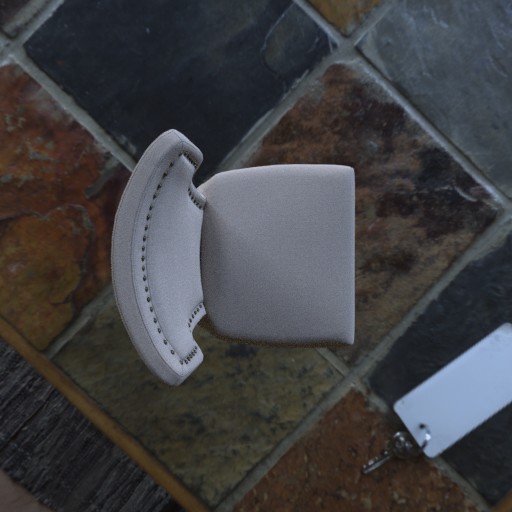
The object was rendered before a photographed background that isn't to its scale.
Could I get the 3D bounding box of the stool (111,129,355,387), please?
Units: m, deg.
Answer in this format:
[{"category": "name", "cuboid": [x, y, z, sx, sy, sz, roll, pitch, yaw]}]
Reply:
[{"category": "stool", "cuboid": [0.000, 0.000, 1.396, 0.563, 1.092, 0.526, 0, 91, 0]}]
